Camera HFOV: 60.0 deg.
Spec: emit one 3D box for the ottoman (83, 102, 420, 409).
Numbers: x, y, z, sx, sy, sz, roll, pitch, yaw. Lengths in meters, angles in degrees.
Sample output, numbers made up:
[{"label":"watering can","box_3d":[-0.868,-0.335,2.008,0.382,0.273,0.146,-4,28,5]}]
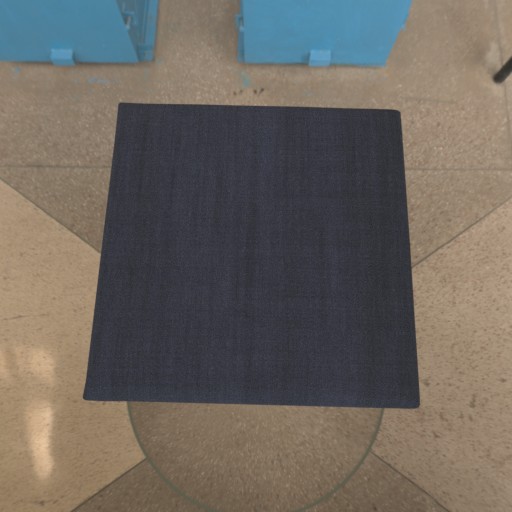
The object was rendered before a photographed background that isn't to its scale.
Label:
[{"label":"ottoman","box_3d":[0.000,0.000,1.414,0.889,0.411,0.890,1,75,0]}]
